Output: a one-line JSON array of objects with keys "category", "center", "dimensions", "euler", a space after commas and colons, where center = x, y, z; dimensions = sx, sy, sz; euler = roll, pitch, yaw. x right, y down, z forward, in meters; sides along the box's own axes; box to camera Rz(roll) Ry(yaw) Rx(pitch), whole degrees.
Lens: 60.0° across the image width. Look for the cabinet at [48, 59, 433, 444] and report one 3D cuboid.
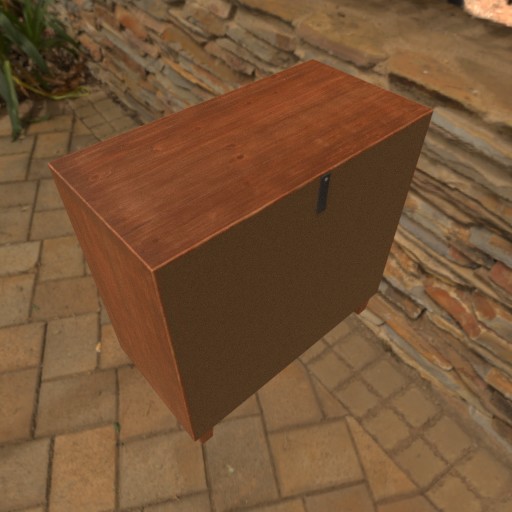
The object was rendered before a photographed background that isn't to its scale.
[{"category": "cabinet", "center": [0.000, 0.000, 1.275], "dimensions": [0.796, 0.785, 0.412], "euler": [-32, 54, -27]}]
